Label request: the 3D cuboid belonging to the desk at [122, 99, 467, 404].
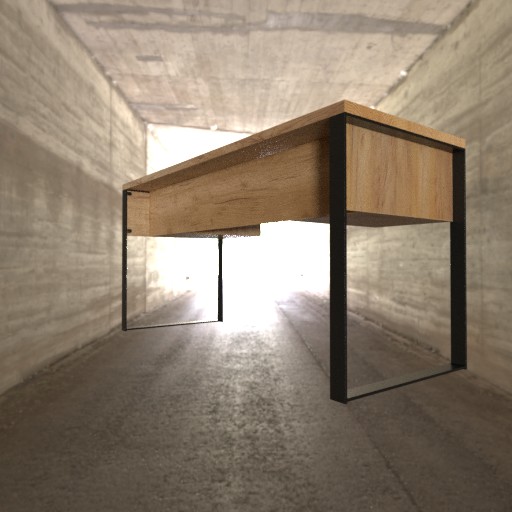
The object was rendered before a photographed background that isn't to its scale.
[{"bbox_3d":[0.000,0.000,1.890,0.600,0.760,1.520,1,-1,-37],"label":"desk"}]
